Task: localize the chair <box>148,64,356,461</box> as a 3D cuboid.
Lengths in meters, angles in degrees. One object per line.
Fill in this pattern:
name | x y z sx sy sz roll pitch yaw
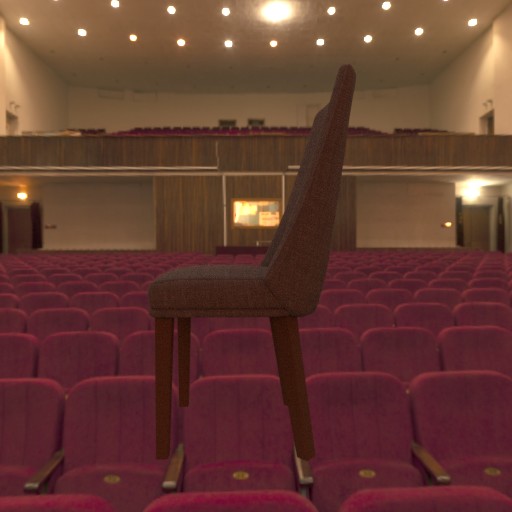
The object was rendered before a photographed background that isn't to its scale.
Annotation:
chair | 0.000 0.000 1.354 0.577 1.050 0.510 0 0 -1
